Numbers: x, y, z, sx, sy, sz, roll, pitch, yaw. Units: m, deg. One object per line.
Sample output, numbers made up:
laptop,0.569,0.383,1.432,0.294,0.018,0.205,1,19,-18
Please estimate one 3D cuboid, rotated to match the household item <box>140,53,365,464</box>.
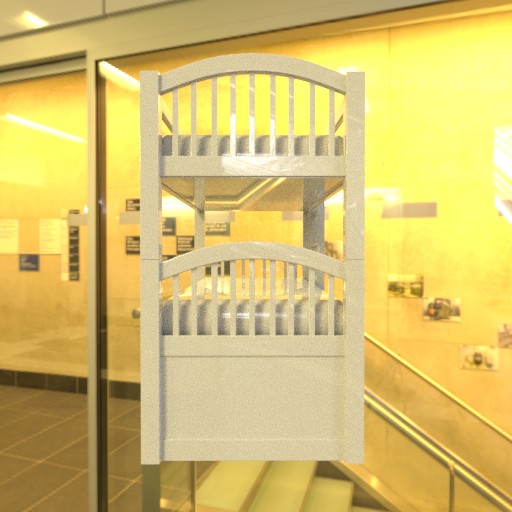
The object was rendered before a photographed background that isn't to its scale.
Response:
household item,0.000,0.000,3.193,1.143,2.032,2.032,0,1,0
